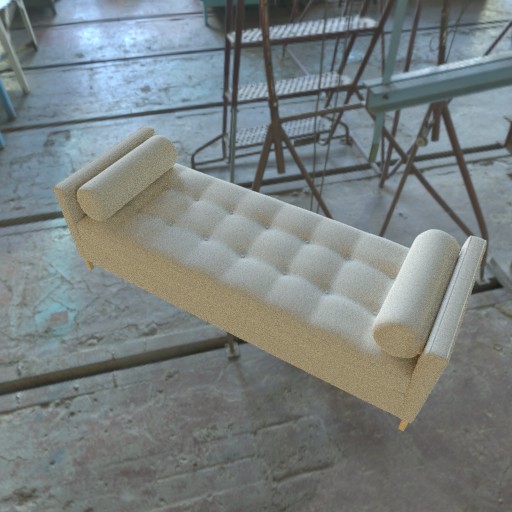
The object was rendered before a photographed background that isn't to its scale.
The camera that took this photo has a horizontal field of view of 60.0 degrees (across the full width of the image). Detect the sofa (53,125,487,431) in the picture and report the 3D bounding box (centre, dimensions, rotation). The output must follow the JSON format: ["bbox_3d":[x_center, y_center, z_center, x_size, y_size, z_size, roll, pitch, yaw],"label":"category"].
[{"bbox_3d":[0.000,0.000,2.318,1.985,0.641,0.746,23,50,21],"label":"sofa"}]
